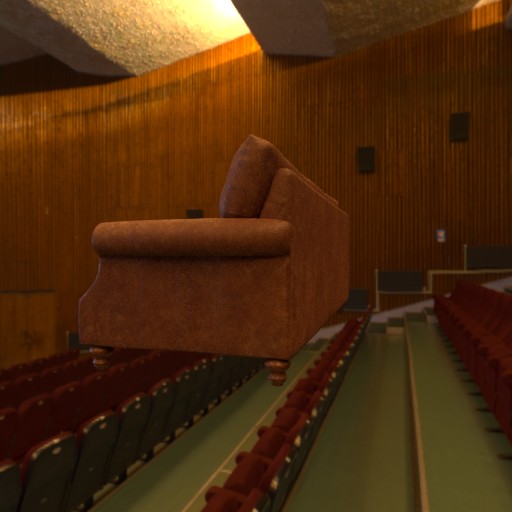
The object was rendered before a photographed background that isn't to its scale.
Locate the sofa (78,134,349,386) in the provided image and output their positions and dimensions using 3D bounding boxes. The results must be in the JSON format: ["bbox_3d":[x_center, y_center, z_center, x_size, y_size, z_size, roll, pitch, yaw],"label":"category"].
[{"bbox_3d":[0.000,0.000,2.823,0.973,0.977,2.351,0,1,17],"label":"sofa"}]
